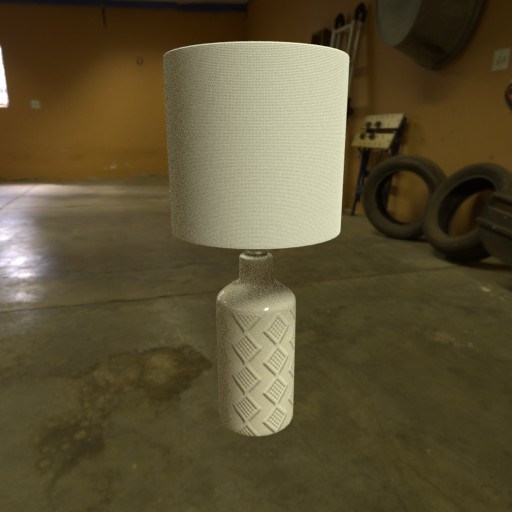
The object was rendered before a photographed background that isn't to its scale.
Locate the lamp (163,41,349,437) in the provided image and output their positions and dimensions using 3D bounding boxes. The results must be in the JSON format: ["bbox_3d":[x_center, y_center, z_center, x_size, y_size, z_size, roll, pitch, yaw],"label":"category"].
[{"bbox_3d":[0.000,0.000,0.562,0.207,0.461,0.207,8,18,27],"label":"lamp"}]
